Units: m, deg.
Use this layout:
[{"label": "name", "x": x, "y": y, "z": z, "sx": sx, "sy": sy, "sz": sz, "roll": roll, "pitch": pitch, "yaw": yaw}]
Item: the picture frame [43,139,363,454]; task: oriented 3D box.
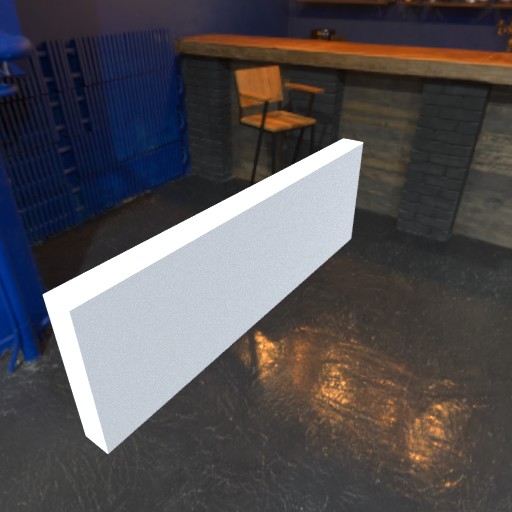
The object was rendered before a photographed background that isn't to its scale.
[{"label": "picture frame", "x": 0.000, "y": 0.000, "z": 0.821, "sx": 0.050, "sy": 0.250, "sz": 0.759, "roll": 21, "pitch": 37, "yaw": 30}]
